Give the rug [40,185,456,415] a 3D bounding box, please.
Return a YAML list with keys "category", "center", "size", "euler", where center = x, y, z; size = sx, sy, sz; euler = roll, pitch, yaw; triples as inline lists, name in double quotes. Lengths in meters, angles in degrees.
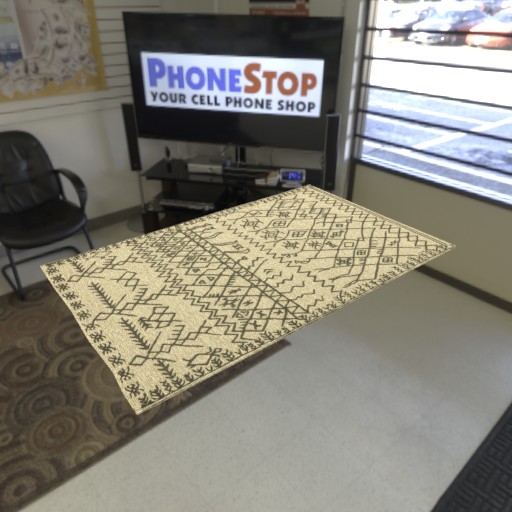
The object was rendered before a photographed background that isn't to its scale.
- category: "rug"
  center: [0.000, 0.000, 3.060]
  size: [2.444, 0.012, 1.530]
  euler: [-21, 36, -32]
